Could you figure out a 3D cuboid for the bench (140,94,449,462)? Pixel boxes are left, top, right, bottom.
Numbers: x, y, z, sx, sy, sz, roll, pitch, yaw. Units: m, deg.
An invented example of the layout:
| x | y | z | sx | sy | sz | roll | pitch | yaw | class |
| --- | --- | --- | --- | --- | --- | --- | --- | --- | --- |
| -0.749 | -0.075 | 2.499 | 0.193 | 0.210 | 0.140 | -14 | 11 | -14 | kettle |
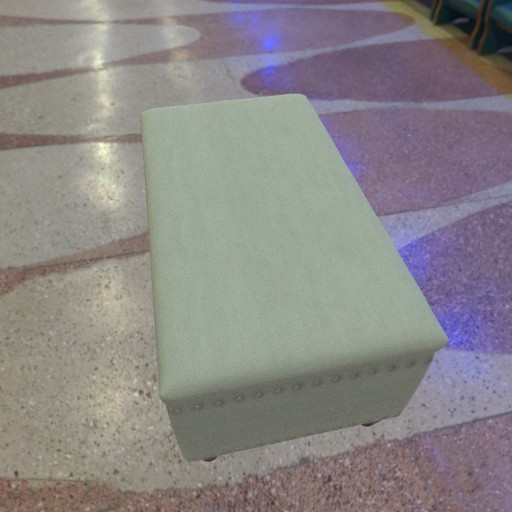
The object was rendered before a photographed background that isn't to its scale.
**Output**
| x | y | z | sx | sy | sz | roll | pitch | yaw | class |
| --- | --- | --- | --- | --- | --- | --- | --- | --- | --- |
| 0.000 | 0.000 | 1.164 | 0.500 | 0.449 | 0.887 | -9 | 48 | -8 | bench |
